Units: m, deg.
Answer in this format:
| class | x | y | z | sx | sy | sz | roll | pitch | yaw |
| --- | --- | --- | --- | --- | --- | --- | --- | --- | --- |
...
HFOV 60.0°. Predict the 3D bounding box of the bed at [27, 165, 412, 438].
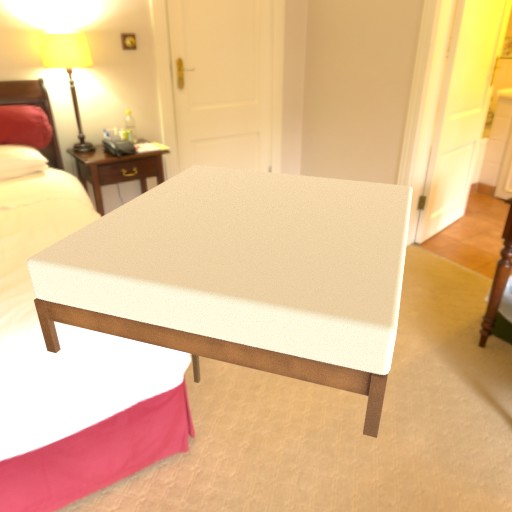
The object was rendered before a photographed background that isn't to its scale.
| class | x | y | z | sx | sy | sz | roll | pitch | yaw |
| --- | --- | --- | --- | --- | --- | --- | --- | --- | --- |
| bed | 0.000 | 0.000 | 3.084 | 1.930 | 0.616 | 2.049 | 9 | 28 | 17 |
